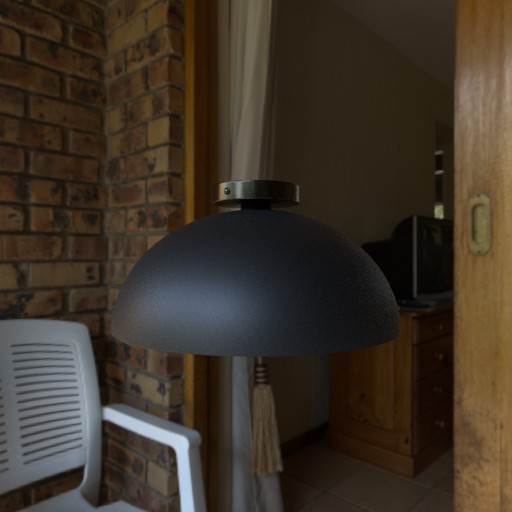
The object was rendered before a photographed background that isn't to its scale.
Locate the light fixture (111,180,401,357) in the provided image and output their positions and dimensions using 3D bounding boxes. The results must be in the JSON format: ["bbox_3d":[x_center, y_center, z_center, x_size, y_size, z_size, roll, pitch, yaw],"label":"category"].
[{"bbox_3d":[0.000,0.000,0.570,0.355,0.177,0.355,0,0,0],"label":"light fixture"}]
